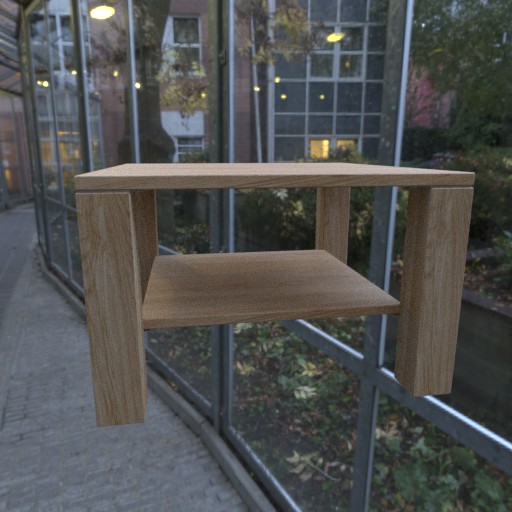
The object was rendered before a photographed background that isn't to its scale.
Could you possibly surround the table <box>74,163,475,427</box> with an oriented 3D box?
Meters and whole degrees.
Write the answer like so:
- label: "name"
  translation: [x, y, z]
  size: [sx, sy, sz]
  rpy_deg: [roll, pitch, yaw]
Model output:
- label: "table"
  translation: [0.000, 0.000, 1.143]
  size: [0.700, 0.450, 0.700]
  rpy_deg: [-2, 14, -9]
